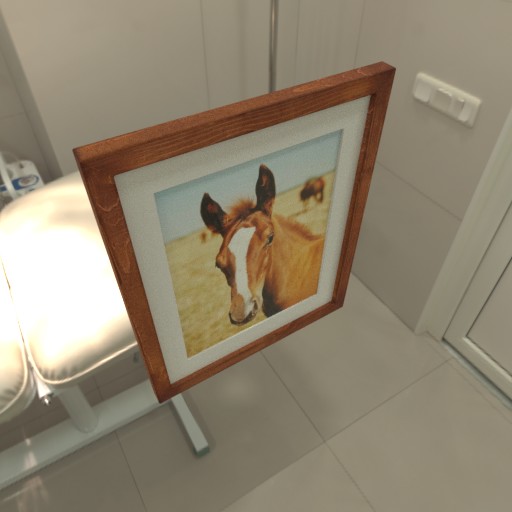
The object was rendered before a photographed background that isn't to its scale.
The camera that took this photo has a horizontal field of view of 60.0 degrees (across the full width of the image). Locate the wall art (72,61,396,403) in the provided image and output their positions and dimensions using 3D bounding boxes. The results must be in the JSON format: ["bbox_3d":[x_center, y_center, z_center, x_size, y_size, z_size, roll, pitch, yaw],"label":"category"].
[{"bbox_3d":[0.000,0.000,0.766,0.462,0.558,0.030,-24,50,-22],"label":"wall art"}]
